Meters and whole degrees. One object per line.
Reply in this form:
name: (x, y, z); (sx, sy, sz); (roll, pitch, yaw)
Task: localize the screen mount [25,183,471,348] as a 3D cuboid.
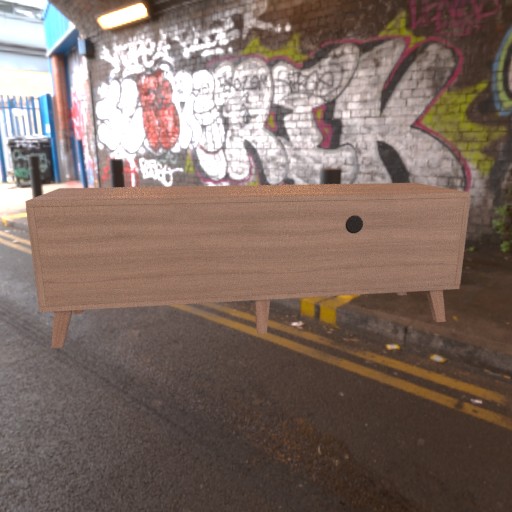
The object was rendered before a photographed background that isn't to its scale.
screen mount: (0.000, 0.000, 1.726); (1.500, 0.509, 0.401); (-2, 15, -9)
